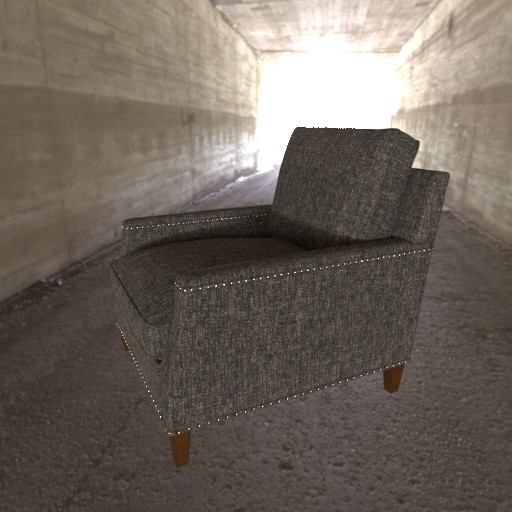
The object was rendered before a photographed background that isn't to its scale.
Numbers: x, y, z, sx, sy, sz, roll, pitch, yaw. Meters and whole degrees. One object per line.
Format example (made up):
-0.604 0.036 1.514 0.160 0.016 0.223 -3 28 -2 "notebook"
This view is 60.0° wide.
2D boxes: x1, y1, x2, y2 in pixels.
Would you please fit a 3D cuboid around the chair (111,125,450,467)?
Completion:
0.000 0.000 1.686 1.014 0.943 0.853 -8 19 -25 "chair"
